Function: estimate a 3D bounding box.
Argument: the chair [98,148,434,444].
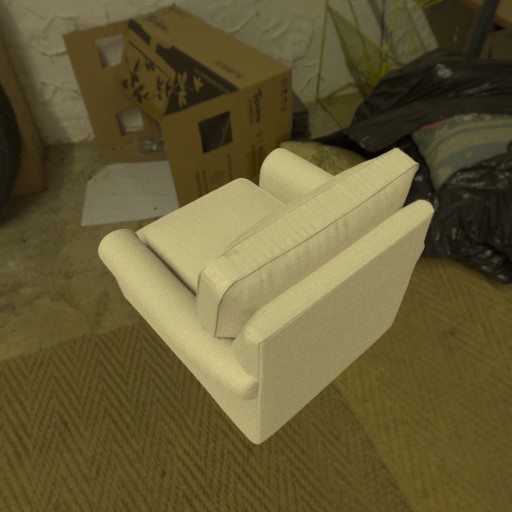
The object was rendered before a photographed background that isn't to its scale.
[{"bbox_3d":[0.000,0.000,1.805,1.029,0.967,0.966,-32,55,-27],"label":"chair"}]
